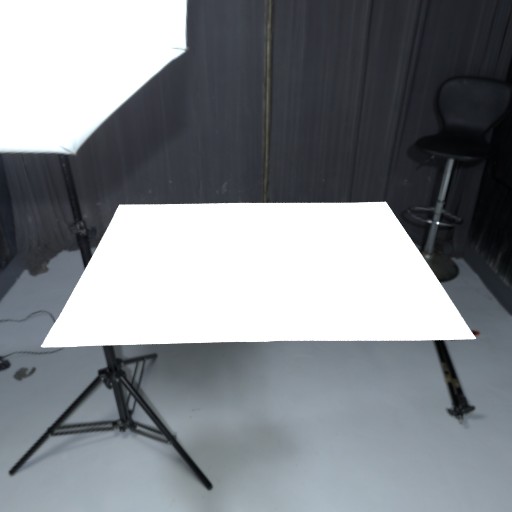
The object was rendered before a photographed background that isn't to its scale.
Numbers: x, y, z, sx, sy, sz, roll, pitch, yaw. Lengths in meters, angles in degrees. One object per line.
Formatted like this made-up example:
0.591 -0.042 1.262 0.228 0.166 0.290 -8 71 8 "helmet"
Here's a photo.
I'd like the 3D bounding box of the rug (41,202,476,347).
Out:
0.000 0.000 5.037 3.778 0.053 2.873 -1 31 -1 "rug"
